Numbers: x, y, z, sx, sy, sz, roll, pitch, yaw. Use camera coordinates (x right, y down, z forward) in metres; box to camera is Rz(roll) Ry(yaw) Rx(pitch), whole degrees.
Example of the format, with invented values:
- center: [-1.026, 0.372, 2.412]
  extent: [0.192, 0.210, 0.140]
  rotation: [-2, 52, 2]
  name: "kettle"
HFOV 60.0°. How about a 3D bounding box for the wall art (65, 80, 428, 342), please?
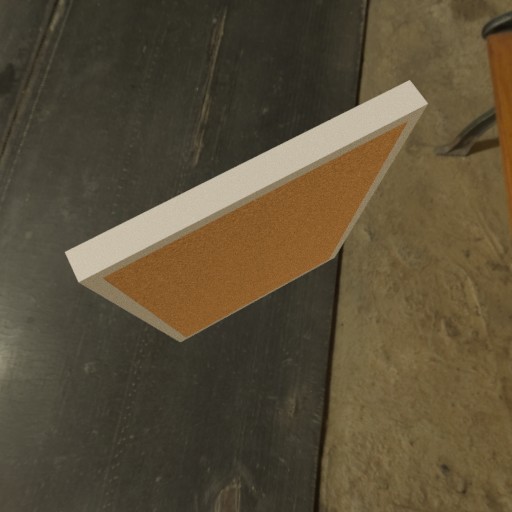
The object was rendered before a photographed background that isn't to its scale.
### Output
- center: [0.000, 0.000, 0.819]
  extent: [0.450, 0.657, 0.038]
  rotation: [-28, 76, -8]
  name: "wall art"
